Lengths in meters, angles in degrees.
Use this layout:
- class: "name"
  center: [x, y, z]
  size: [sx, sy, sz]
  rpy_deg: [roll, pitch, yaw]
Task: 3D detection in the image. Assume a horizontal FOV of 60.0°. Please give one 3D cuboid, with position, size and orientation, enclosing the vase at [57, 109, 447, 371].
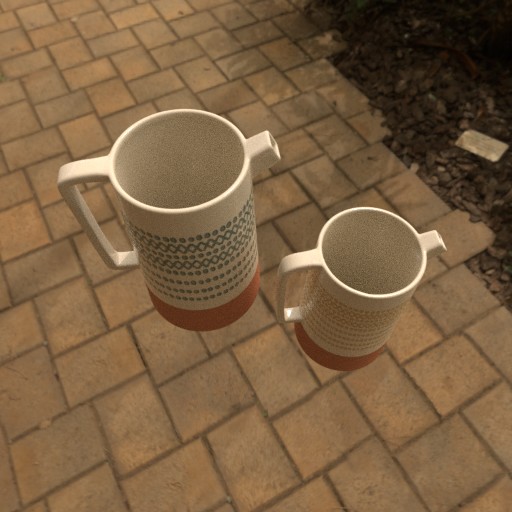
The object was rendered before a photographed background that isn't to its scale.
- class: "vase"
  center: [0.000, 0.000, 0.466]
  size: [0.326, 0.247, 0.168]
  rpy_deg: [28, 62, 16]
